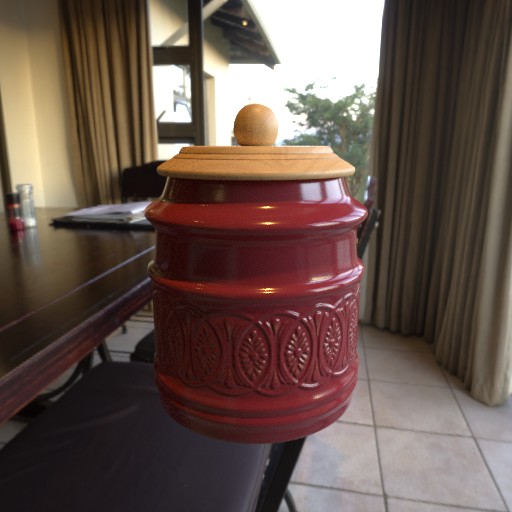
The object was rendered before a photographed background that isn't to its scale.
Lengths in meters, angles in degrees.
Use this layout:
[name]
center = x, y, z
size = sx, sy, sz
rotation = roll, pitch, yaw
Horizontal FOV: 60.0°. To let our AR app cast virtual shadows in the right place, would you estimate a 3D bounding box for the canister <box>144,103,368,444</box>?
[canister]
center = 0.000, 0.000, 0.271
size = 0.130, 0.176, 0.130
rotation = 0, 14, 0
